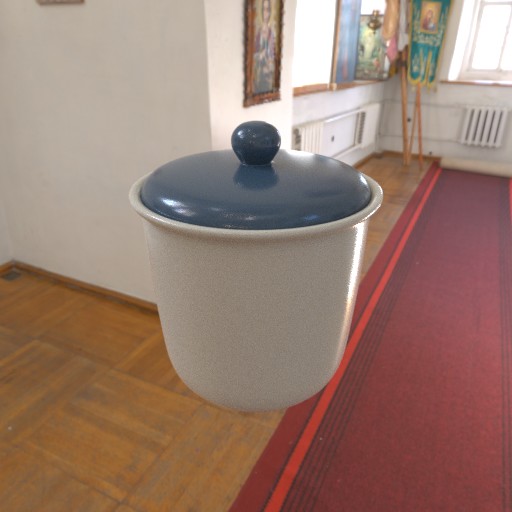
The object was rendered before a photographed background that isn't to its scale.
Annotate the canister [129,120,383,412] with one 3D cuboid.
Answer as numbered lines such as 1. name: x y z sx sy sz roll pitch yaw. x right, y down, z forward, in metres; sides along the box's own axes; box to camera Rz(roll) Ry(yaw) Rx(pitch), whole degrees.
1. canister: 0.000 0.000 0.353 0.182 0.208 0.182 0 26 0
